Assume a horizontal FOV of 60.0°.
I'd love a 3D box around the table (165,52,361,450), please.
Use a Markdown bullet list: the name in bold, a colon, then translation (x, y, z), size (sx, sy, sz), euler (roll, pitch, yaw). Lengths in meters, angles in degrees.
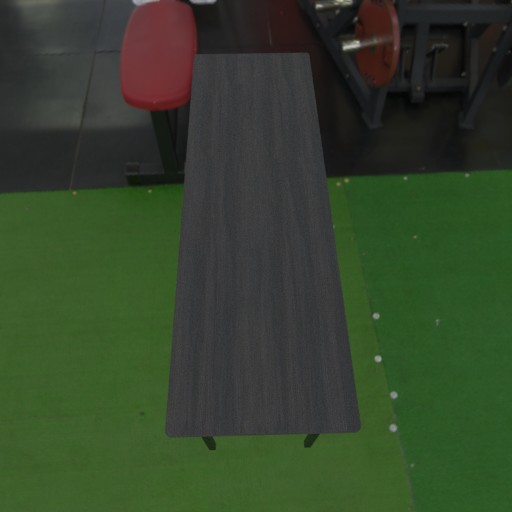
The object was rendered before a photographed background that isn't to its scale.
- **table**: translation (0.000, 0.000, 1.692), size (0.449, 0.750, 1.399), euler (-1, 59, -1)
